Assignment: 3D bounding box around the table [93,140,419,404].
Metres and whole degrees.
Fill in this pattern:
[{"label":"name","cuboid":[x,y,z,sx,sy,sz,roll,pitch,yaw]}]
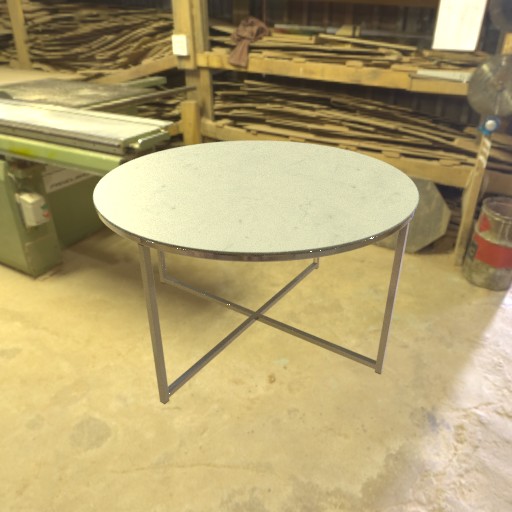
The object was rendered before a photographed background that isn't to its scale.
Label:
[{"label":"table","cuboid":[0.000,0.000,1.249,0.800,0.450,0.800,0,29,0]}]
